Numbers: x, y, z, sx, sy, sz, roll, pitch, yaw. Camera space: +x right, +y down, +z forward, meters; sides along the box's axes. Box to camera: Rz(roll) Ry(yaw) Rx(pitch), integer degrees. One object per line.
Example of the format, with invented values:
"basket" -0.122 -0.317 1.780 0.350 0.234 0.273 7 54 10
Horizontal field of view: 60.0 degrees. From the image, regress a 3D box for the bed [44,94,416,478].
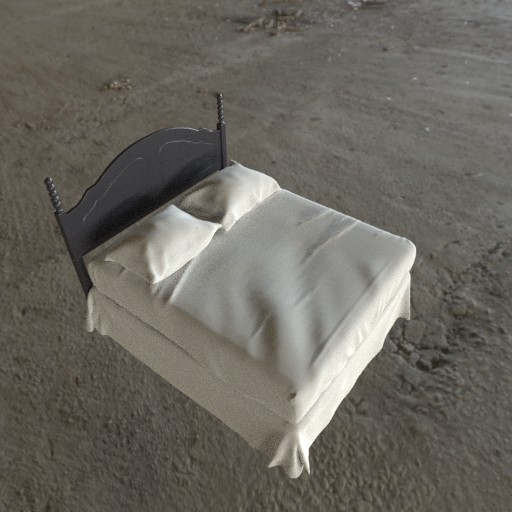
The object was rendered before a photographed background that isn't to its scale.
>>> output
"bed" 0.000 0.000 3.182 2.040 1.356 1.873 27 49 27
